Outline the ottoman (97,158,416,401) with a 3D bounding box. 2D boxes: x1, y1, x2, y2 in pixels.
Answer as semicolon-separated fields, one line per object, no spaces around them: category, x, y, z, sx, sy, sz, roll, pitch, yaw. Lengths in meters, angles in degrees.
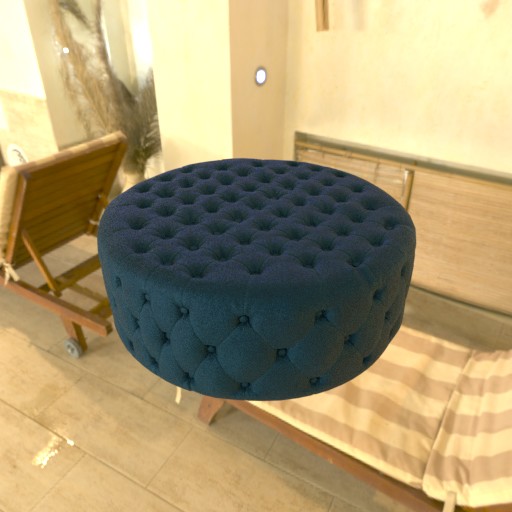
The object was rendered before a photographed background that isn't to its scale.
ottoman;0.000;0.000;1.495;0.998;0.398;0.998;0;31;0
